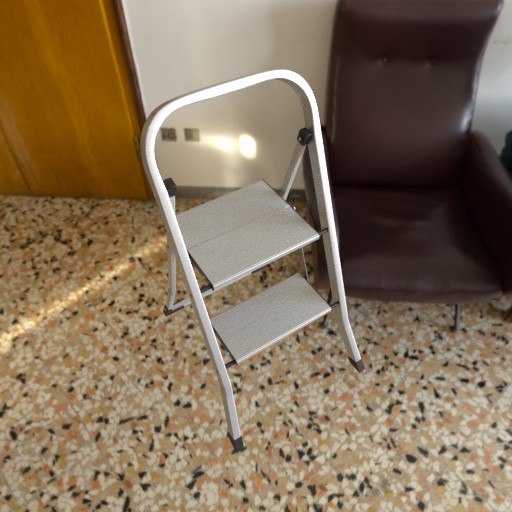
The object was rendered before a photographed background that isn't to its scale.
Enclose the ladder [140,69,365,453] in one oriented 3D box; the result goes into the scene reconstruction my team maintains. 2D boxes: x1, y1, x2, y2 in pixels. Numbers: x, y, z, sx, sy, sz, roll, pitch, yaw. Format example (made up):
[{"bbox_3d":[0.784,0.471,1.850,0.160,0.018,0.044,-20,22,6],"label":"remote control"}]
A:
[{"bbox_3d":[0.000,0.000,1.128,0.465,0.830,0.530,-26,53,-21],"label":"ladder"}]
